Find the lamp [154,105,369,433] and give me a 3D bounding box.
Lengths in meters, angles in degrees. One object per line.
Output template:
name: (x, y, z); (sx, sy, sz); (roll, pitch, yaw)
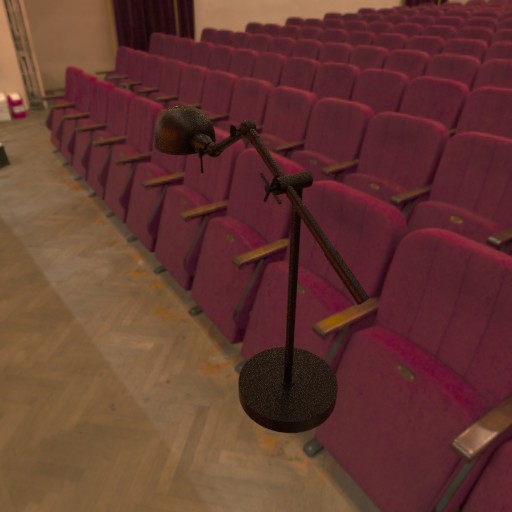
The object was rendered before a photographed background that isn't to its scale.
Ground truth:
lamp: (0.000, 0.000, 0.799); (0.185, 0.495, 0.567); (-18, 35, -28)
